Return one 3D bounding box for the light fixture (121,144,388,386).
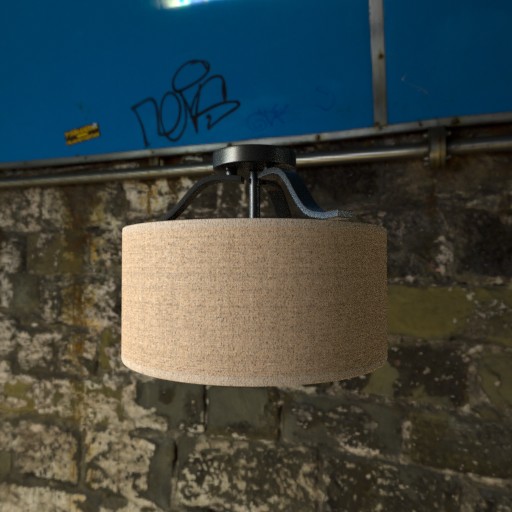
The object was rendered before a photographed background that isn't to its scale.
[{"bbox_3d":[0.000,0.000,0.671,0.390,0.306,0.390,0,-1,0],"label":"light fixture"}]
